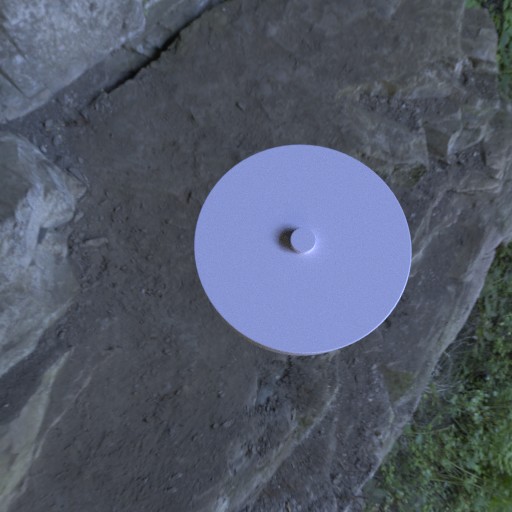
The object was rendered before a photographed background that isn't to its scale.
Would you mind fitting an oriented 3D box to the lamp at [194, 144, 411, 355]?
[{"bbox_3d":[0.000,0.000,0.715,0.229,0.508,0.369,-43,79,-10],"label":"lamp"}]
